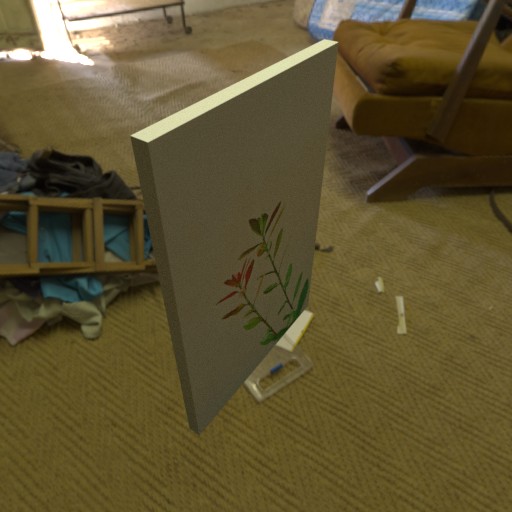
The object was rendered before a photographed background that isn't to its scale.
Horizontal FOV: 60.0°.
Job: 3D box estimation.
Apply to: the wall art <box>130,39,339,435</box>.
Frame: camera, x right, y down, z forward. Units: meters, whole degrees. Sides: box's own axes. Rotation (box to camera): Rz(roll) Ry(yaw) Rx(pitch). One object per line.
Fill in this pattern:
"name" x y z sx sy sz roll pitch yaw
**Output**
"wall art" 0.000 0.000 1.161 0.039 0.915 0.612 25 47 26
